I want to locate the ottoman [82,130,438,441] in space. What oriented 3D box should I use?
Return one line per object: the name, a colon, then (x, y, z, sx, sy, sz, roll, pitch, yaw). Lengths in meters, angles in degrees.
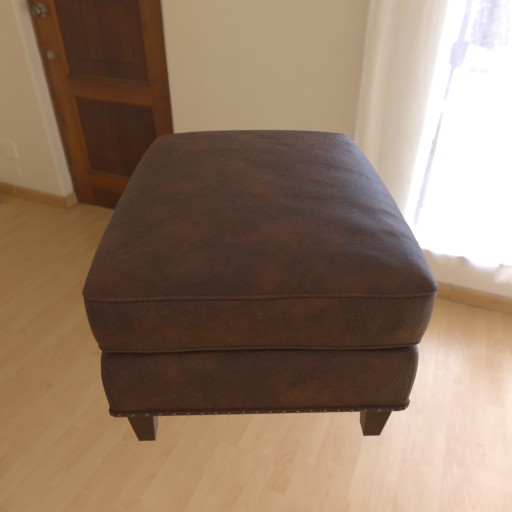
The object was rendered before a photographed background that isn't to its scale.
ottoman: (0.000, 0.000, 1.086, 0.586, 0.486, 0.742, -1, 34, -1)
